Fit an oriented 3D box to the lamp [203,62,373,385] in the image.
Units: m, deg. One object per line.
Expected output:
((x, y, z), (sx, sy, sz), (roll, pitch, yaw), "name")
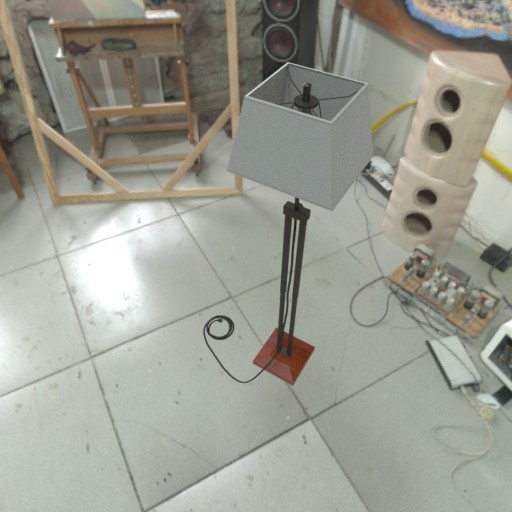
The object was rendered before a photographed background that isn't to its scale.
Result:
((0.000, 0.000, 2.066), (0.745, 1.712, 0.472), (25, 52, 21), "lamp")
